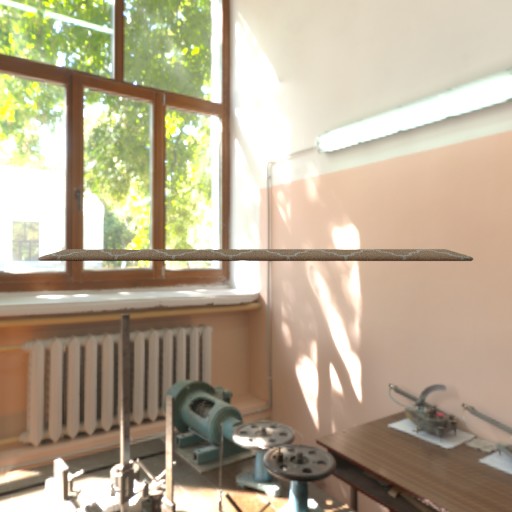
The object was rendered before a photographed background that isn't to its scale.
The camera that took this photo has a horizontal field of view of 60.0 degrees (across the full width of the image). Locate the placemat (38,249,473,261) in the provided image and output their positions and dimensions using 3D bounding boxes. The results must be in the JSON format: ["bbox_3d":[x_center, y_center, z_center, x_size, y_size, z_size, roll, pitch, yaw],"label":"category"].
[{"bbox_3d":[0.000,0.000,0.999,0.762,0.021,0.508,0,0,1],"label":"placemat"}]
